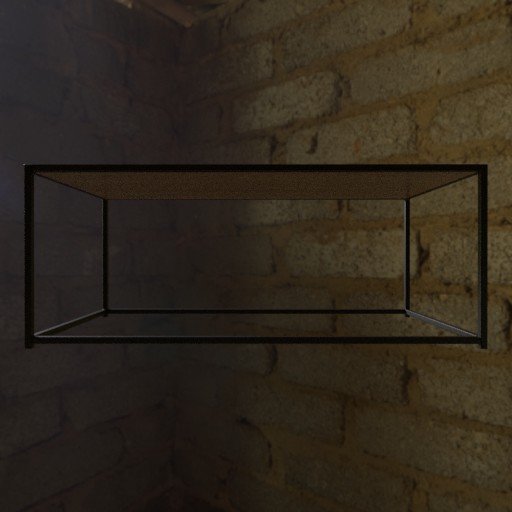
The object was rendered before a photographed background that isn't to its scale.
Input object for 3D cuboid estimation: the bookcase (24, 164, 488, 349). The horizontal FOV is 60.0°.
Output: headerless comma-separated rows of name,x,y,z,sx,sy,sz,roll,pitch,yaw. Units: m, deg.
bookcase,0.000,0.000,1.205,1.000,0.400,0.500,0,0,0
